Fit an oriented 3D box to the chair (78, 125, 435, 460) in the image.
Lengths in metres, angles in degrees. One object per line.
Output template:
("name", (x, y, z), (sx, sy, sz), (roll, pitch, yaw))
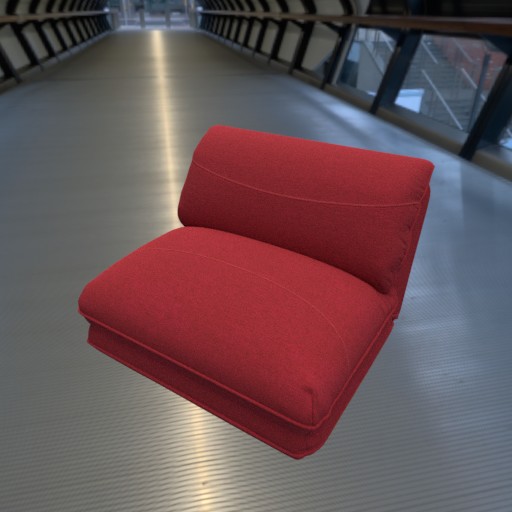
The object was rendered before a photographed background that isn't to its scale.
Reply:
("chair", (0.000, 0.000, 1.345), (0.820, 0.580, 0.780), (18, 35, 28))
